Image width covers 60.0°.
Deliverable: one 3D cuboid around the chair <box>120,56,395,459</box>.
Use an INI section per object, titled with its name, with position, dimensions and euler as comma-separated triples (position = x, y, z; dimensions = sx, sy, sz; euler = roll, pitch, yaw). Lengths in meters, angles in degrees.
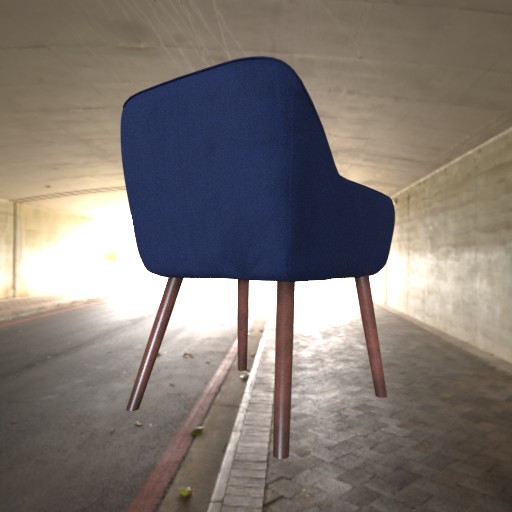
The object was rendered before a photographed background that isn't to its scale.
[chair]
position = 0.000, 0.000, 1.239
dimensions = 0.600, 0.820, 0.600
euler = 0, 0, 36
